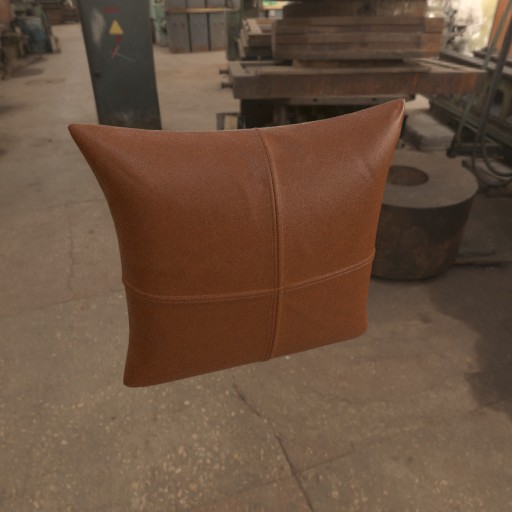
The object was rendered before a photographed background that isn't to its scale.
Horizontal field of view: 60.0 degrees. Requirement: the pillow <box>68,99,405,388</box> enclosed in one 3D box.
[{"bbox_3d":[0.000,0.000,0.746,0.501,0.477,0.192,-10,32,-16],"label":"pillow"}]
